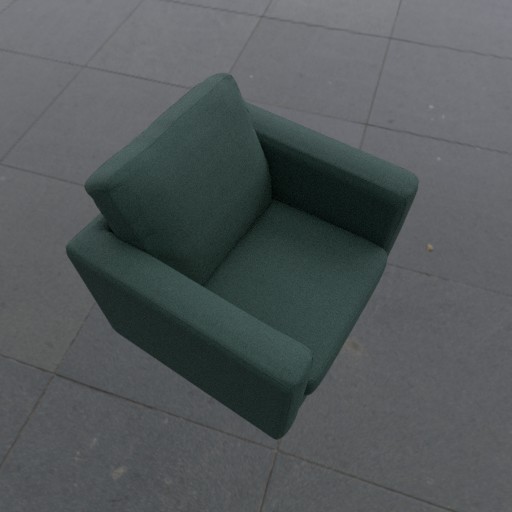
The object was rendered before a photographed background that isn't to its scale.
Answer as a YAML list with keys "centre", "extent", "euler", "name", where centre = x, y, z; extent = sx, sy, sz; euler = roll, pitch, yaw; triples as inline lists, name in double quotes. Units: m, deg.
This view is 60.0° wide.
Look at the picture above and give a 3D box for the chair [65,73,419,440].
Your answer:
- centre: [0.000, 0.000, 1.547]
  extent: [0.800, 0.927, 0.855]
  euler: [28, 61, 18]
  name: "chair"
